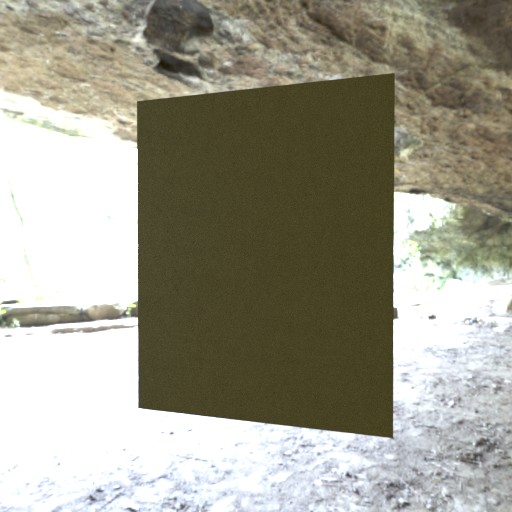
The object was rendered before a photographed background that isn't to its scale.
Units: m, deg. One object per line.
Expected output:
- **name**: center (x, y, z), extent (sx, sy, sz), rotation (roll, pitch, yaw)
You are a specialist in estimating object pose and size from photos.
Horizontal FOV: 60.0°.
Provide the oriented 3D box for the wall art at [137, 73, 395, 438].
- **wall art**: center (0.000, 0.000, 1.344), extent (0.798, 1.002, 0.030), rotation (0, 1, 17)
